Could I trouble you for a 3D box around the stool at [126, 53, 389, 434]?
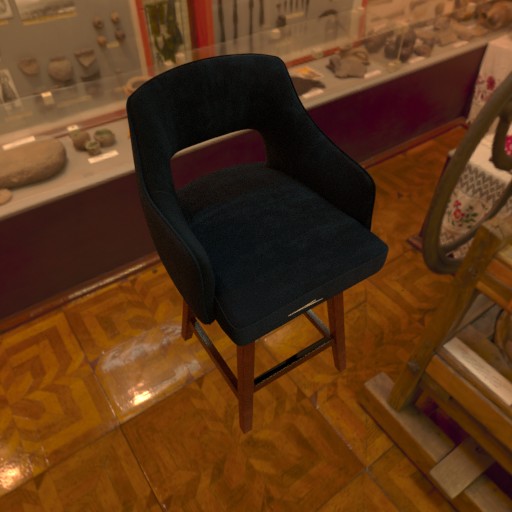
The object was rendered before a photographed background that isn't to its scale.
[{"bbox_3d":[0.000,0.000,1.284,0.550,0.940,0.560,-25,51,-22],"label":"stool"}]
